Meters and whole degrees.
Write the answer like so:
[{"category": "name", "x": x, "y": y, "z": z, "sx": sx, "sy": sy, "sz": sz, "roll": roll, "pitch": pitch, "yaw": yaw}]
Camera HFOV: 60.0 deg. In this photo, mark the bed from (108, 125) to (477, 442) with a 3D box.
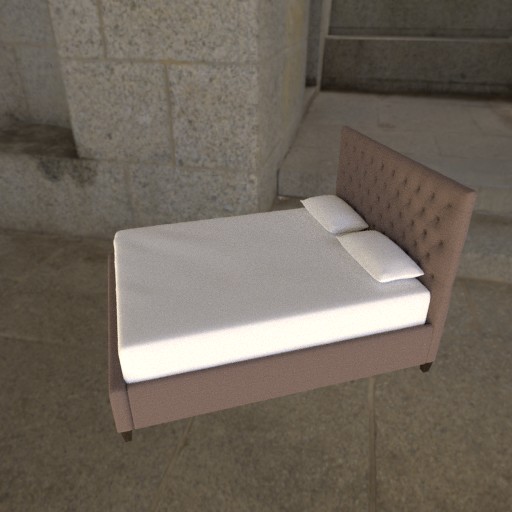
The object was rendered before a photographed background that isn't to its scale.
[{"category": "bed", "x": 0.000, "y": 0.000, "z": 3.337, "sx": 2.233, "sy": 1.426, "sz": 1.696, "roll": -8, "pitch": 31, "yaw": -14}]
